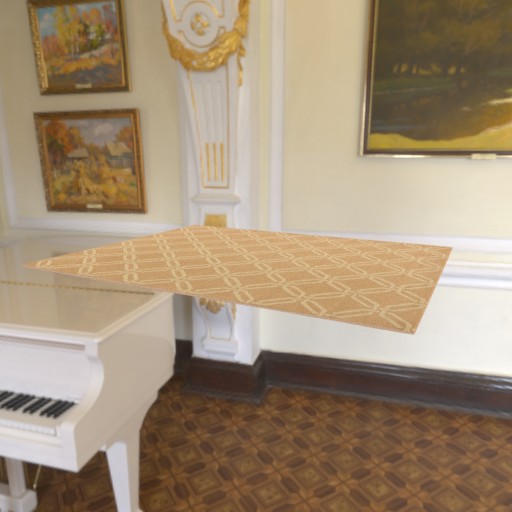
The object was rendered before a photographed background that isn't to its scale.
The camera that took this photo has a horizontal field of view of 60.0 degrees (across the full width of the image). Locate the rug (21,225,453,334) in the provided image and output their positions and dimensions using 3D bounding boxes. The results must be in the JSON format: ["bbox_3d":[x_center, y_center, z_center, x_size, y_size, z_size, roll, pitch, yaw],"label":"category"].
[{"bbox_3d":[0.000,0.000,3.747,2.895,0.018,2.288,7,14,27],"label":"rug"}]
